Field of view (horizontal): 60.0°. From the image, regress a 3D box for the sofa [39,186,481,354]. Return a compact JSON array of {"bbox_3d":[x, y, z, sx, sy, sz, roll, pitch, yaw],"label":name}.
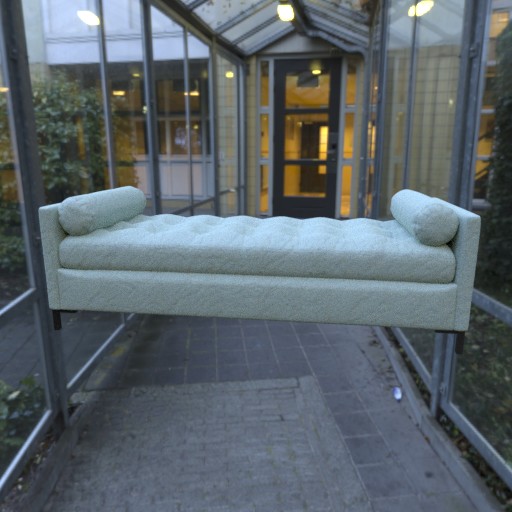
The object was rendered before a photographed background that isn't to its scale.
[{"bbox_3d":[0.000,0.000,2.483,2.102,0.705,0.796,2,14,8],"label":"sofa"}]
